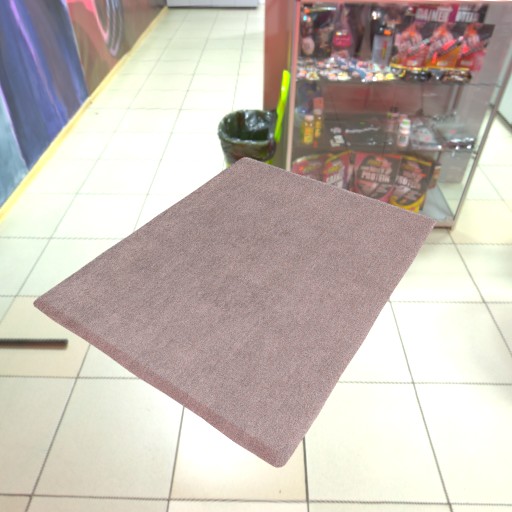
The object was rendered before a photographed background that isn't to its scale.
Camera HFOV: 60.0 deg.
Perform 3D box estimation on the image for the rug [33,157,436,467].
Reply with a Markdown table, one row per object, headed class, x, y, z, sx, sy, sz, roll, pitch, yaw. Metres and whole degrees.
| class | x | y | z | sx | sy | sz | roll | pitch | yaw |
| --- | --- | --- | --- | --- | --- | --- | --- | --- | --- |
| rug | 0.000 | 0.000 | 3.895 | 2.332 | 0.027 | 2.933 | 24 | 46 | 25 |
